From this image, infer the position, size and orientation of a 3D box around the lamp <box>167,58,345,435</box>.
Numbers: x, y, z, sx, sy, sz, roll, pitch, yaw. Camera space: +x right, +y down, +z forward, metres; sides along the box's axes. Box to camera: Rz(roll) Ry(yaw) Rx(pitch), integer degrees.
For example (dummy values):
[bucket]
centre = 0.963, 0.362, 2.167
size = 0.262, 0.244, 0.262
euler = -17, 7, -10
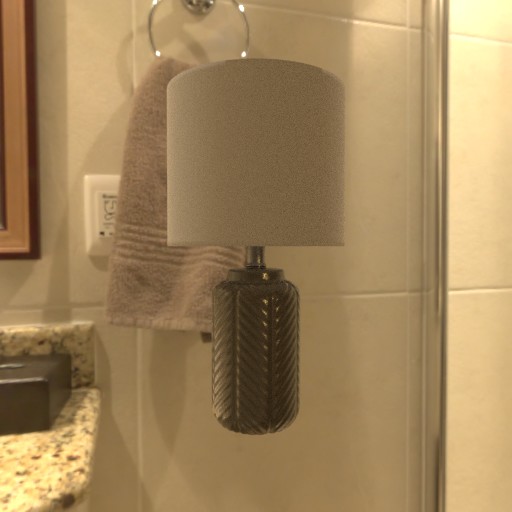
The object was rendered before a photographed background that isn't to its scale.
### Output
[lamp]
centre = 0.000, 0.000, 0.519
size = 0.203, 0.389, 0.203
euler = 1, 2, 36
